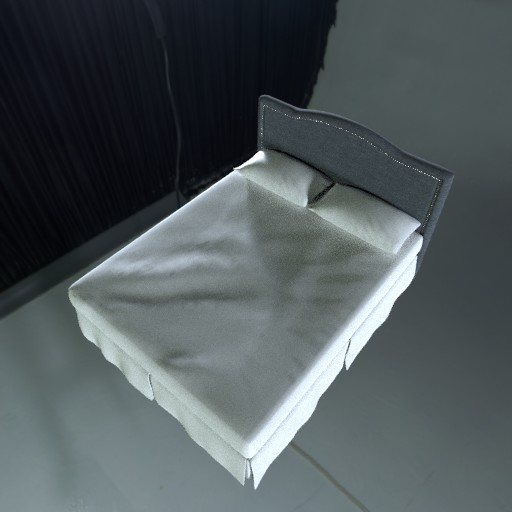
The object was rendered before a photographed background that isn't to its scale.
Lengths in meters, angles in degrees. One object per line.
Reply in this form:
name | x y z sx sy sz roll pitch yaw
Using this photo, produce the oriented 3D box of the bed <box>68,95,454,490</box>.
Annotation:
bed | 0.000 0.000 3.870 2.161 1.457 2.689 32 55 26
